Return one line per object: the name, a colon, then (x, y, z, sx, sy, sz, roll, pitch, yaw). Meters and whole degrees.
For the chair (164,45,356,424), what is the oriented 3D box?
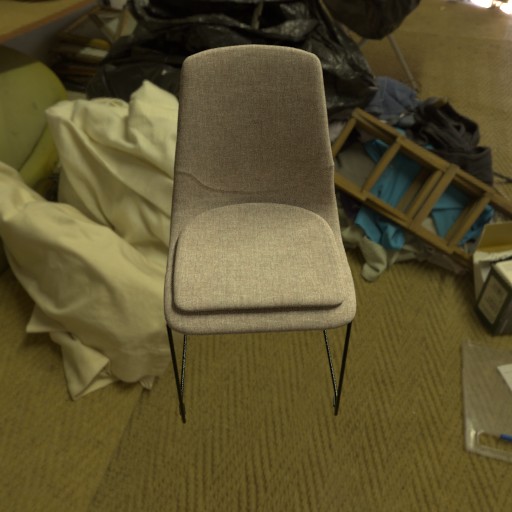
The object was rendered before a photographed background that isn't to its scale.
chair: (0.000, 0.000, 1.139, 0.479, 0.858, 0.518, -2, 47, -2)
